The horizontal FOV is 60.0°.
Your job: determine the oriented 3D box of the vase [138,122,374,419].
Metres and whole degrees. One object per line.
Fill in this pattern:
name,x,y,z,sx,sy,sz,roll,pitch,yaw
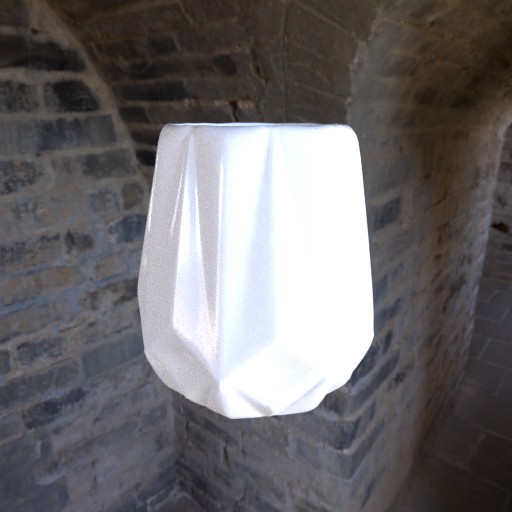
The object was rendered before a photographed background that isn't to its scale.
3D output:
vase,0.000,0.000,0.265,0.141,0.152,0.141,0,17,0
